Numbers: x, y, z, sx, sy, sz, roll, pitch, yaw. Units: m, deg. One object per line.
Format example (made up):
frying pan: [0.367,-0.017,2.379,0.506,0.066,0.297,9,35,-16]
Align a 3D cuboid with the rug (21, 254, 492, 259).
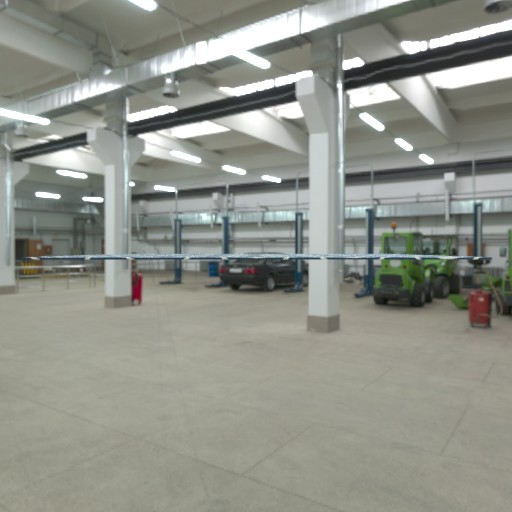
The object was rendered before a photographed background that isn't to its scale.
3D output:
rug: [0.000,0.000,2.757,2.134,0.010,1.524,0,1,-1]
